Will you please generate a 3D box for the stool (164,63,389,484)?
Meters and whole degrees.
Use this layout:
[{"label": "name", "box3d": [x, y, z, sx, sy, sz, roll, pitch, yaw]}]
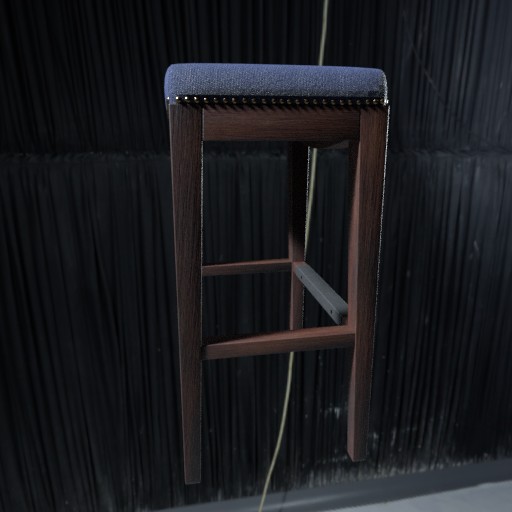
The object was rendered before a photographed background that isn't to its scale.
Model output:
[{"label": "stool", "box3d": [0.000, 0.000, 0.990, 0.358, 0.740, 0.498, -3, 16, -10]}]
